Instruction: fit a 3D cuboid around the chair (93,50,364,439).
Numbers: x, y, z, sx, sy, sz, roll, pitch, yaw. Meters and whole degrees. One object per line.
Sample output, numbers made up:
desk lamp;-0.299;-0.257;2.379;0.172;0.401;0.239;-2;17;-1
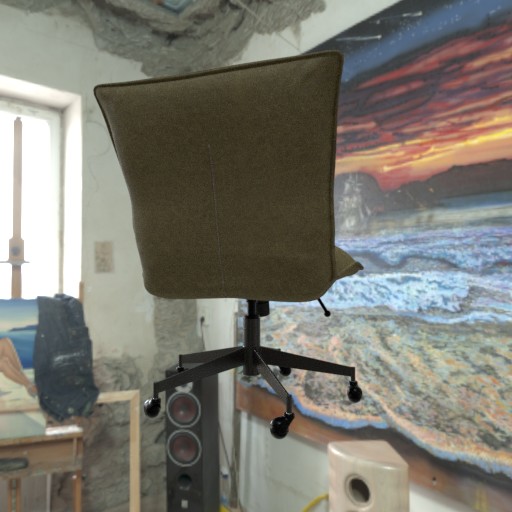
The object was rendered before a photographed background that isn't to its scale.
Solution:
chair;0.000;0.000;1.267;0.597;0.811;0.696;0;-1;20
